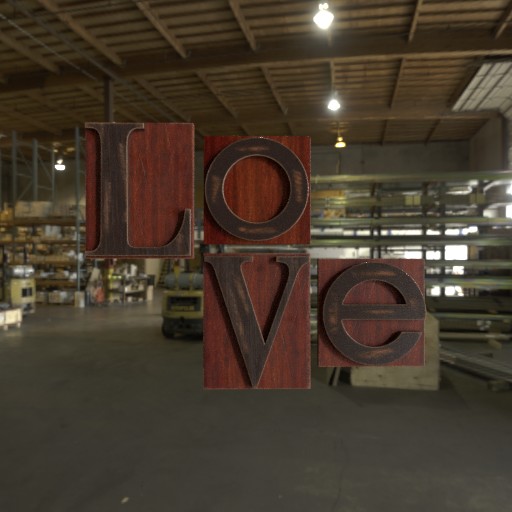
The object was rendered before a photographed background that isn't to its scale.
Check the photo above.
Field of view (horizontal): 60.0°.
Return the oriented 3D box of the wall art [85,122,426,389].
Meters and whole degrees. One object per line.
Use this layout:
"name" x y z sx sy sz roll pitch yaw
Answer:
"wall art" 0.000 0.000 0.831 0.635 0.497 0.030 0 0 -1
